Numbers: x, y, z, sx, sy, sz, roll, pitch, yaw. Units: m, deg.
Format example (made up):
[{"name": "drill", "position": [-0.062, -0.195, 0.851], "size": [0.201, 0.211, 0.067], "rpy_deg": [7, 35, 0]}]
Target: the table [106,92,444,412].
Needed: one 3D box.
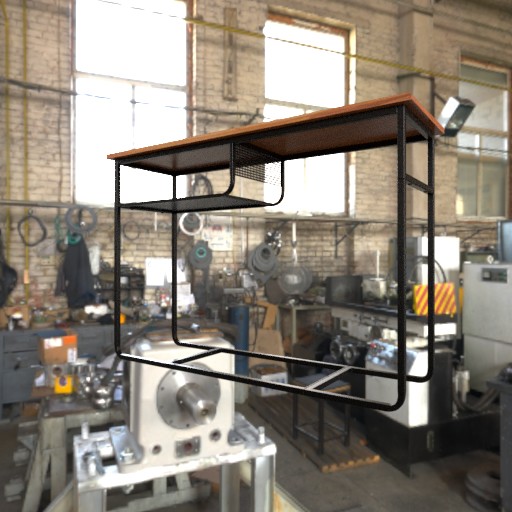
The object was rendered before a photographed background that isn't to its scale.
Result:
[{"name": "table", "position": [0.000, 0.000, 1.466], "size": [1.100, 0.750, 0.350], "rpy_deg": [0, 0, 34]}]
